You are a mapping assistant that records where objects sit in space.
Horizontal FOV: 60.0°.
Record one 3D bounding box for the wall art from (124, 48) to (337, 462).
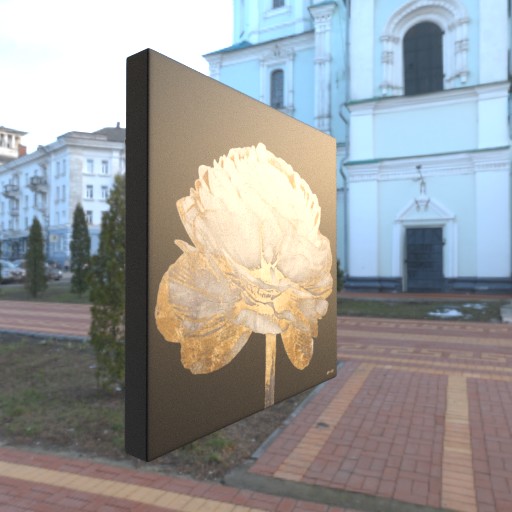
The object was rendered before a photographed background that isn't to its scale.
[{"bbox_3d":[0.000,0.000,0.605,0.041,0.407,0.406,-1,-1,37],"label":"wall art"}]
